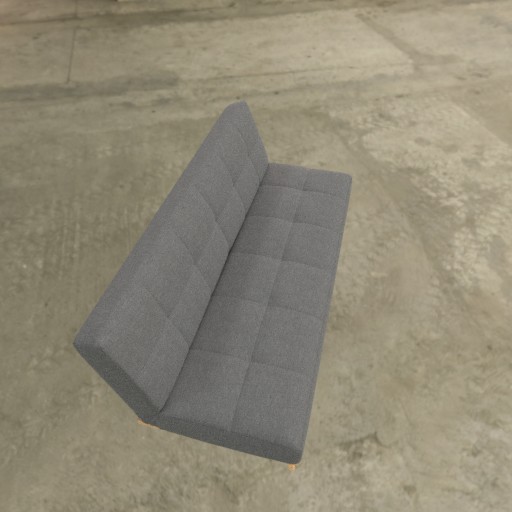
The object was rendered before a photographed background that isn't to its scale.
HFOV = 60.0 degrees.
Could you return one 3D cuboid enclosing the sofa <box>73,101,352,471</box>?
[{"bbox_3d":[0.000,0.000,2.251,0.820,0.770,1.820,10,46,10],"label":"sofa"}]
